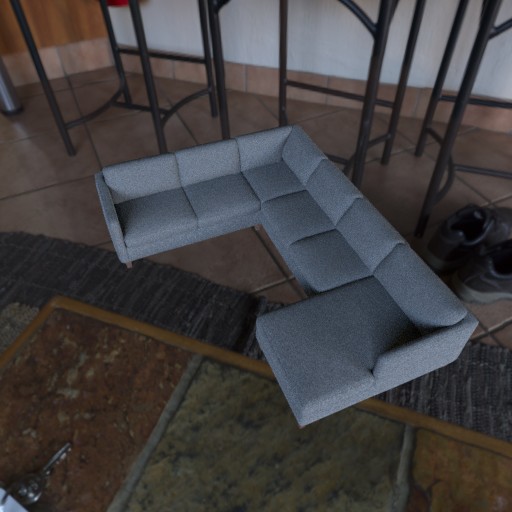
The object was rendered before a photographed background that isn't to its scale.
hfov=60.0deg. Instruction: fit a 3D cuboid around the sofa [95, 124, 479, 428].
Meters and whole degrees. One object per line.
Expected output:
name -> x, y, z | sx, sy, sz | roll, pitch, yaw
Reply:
sofa -> 0.000, 0.000, 4.379 | 2.551, 0.853, 3.238 | -17, 49, -15
